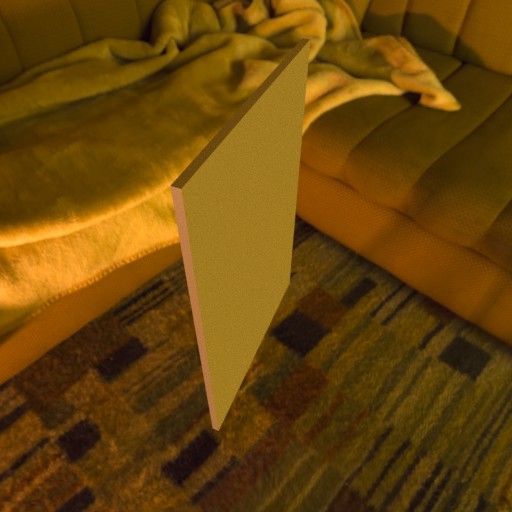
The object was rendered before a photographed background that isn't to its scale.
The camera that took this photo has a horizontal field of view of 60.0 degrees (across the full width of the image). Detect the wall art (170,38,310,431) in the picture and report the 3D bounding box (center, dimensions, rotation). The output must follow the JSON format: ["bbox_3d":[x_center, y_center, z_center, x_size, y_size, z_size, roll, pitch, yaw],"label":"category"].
[{"bbox_3d":[0.000,0.000,0.623,0.010,0.474,0.325,17,49,15],"label":"wall art"}]
